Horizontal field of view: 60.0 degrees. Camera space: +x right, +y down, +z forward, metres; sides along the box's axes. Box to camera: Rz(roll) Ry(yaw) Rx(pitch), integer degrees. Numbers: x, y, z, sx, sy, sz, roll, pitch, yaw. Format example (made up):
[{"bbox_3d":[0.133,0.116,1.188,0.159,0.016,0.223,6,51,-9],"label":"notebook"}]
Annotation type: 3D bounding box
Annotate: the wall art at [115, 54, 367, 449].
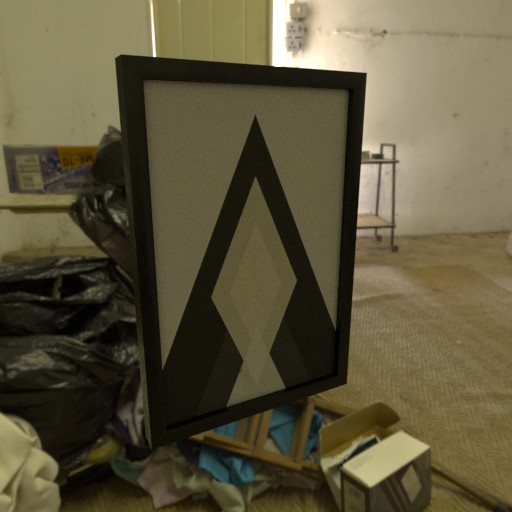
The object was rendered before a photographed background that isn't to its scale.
[{"bbox_3d":[0.000,0.000,0.577,0.313,0.457,0.031,-9,18,-27],"label":"wall art"}]
